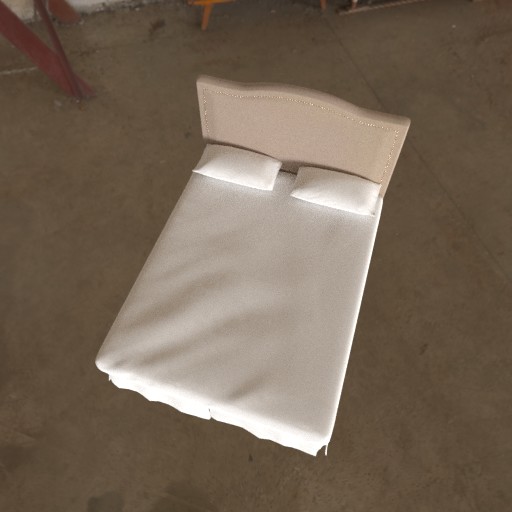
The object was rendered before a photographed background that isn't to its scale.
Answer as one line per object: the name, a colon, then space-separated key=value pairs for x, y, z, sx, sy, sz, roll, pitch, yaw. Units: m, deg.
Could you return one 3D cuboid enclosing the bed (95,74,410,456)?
bed: x=0.000 y=0.000 z=3.414 sx=1.821 sy=1.436 sz=2.282 roll=15 pitch=60 yaw=9
